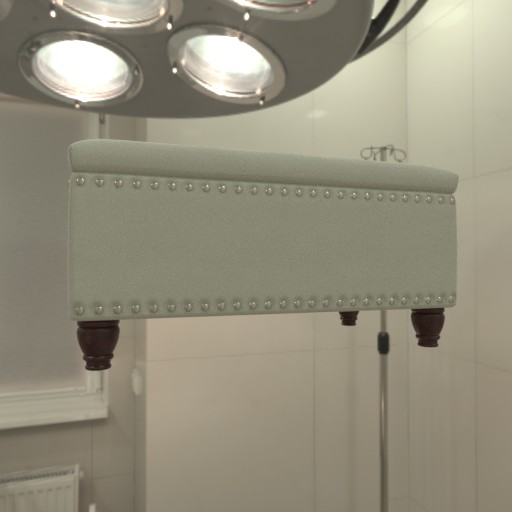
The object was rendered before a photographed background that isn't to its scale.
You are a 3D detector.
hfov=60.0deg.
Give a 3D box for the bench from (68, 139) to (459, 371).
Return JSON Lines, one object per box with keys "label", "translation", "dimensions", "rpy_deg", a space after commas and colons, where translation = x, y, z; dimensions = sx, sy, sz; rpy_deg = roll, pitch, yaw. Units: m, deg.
{"label": "bench", "translation": [0.000, 0.000, 1.176], "dimensions": [0.887, 0.449, 0.500], "rpy_deg": [0, -1, -18]}
